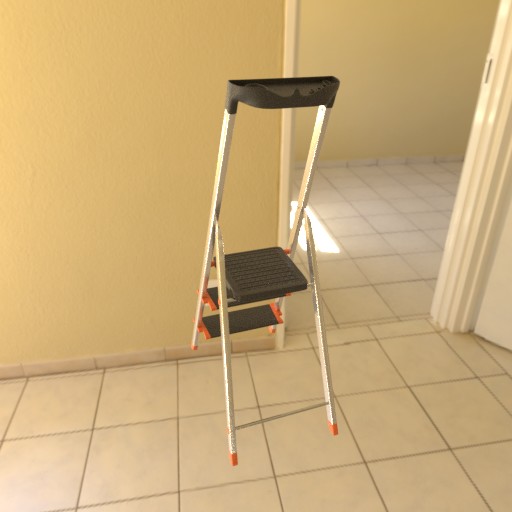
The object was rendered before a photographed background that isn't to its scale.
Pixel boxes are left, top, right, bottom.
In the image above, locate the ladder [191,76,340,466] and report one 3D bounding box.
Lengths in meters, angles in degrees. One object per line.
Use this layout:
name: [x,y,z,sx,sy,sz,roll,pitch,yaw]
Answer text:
ladder: [0.000,0.000,1.584,0.416,1.229,0.686,-9,29,-17]
